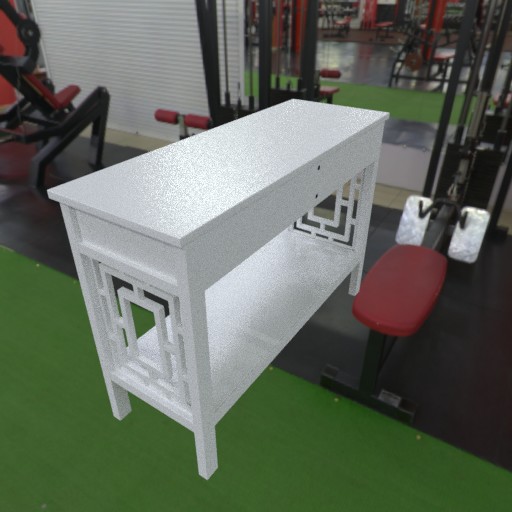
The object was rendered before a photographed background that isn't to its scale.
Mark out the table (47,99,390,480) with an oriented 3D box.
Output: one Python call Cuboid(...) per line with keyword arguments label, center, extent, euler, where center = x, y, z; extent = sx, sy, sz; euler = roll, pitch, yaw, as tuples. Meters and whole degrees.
Cuboid(label="table", center=(0.000, 0.000, 1.445), extent=(0.397, 0.753, 1.068), euler=(19, 37, 28))
